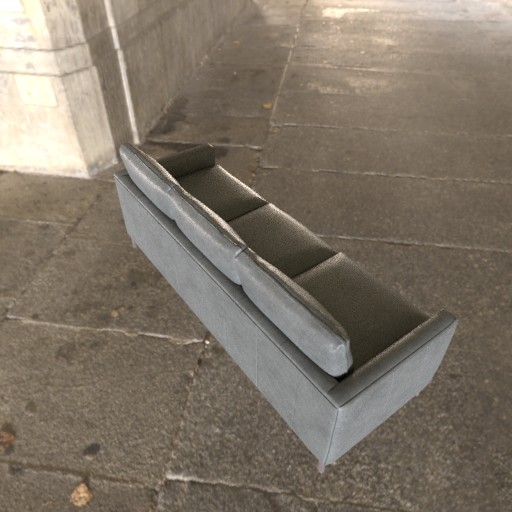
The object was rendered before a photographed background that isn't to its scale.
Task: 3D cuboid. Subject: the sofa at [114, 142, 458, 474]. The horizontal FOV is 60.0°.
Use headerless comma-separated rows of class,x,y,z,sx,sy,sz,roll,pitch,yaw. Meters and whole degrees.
sofa,0.000,0.000,2.419,0.748,0.805,2.029,-26,47,-27
